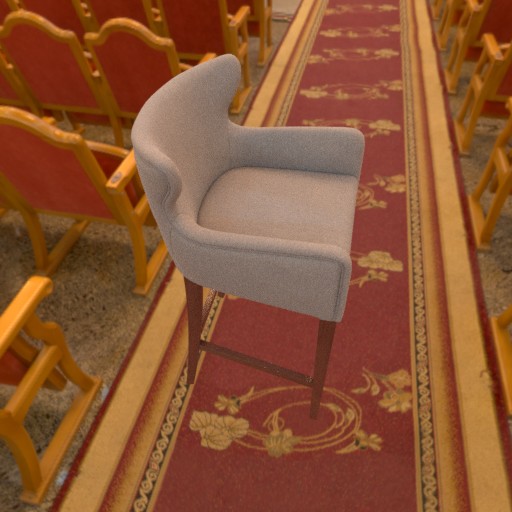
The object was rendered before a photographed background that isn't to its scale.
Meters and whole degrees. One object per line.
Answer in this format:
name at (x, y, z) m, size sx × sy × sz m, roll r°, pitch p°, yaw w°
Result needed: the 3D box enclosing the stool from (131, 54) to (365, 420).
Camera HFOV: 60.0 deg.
stool at (0.000, 0.000, 1.433) m, size 0.575 × 1.047 × 0.575 m, roll 9°, pitch 47°, yaw 9°
